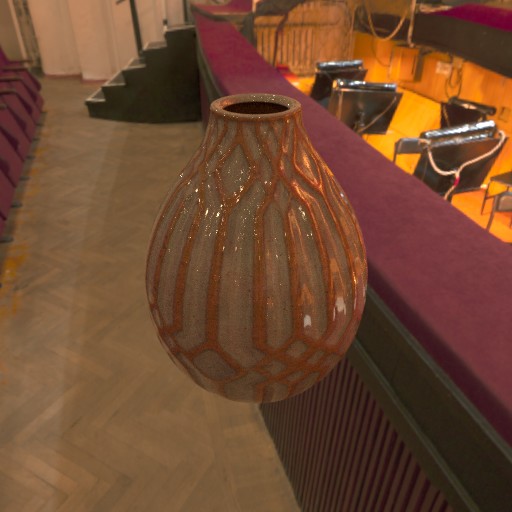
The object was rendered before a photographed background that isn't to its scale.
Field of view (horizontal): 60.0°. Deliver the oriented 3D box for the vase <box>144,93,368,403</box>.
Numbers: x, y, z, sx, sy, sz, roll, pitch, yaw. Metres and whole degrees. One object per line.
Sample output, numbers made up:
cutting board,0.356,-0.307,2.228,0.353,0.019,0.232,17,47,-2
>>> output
vase,0.000,0.000,0.260,0.131,0.175,0.131,0,33,0
